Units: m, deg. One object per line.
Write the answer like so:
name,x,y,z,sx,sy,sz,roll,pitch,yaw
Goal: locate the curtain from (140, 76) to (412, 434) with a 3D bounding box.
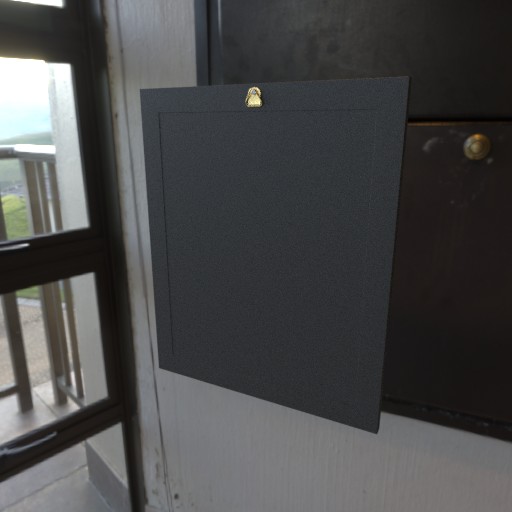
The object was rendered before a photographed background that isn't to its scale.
curtain,0.000,0.000,0.805,0.483,0.585,0.027,8,18,26
